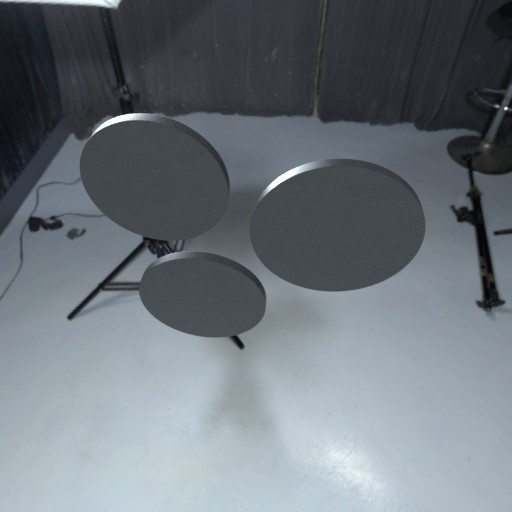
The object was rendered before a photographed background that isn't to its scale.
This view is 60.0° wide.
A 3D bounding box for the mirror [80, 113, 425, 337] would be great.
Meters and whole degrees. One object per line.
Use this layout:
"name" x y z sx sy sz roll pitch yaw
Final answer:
"mirror" 0.000 0.000 3.146 2.160 2.096 0.076 4 47 4
